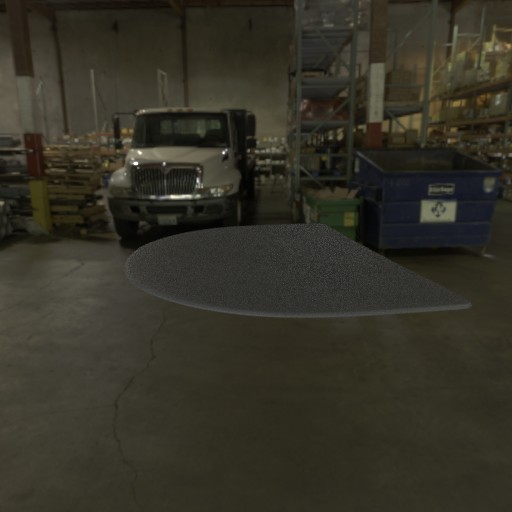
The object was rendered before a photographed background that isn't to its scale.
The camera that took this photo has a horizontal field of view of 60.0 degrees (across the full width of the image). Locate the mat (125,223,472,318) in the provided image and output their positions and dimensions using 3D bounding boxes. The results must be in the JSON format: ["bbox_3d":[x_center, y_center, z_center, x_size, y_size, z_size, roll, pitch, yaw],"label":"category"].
[{"bbox_3d":[0.000,0.000,1.613,0.917,0.016,1.220,-3,14,-10],"label":"mat"}]
